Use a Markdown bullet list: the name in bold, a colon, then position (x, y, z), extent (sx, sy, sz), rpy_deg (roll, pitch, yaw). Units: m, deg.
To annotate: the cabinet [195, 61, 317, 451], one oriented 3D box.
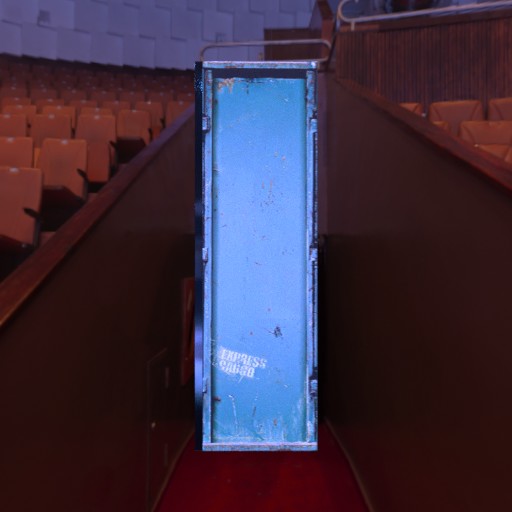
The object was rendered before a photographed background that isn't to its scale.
- **cabinet**: position (0.000, 0.000, 3.957), extent (0.680, 2.160, 3.001), rpy_deg (0, 0, 0)
